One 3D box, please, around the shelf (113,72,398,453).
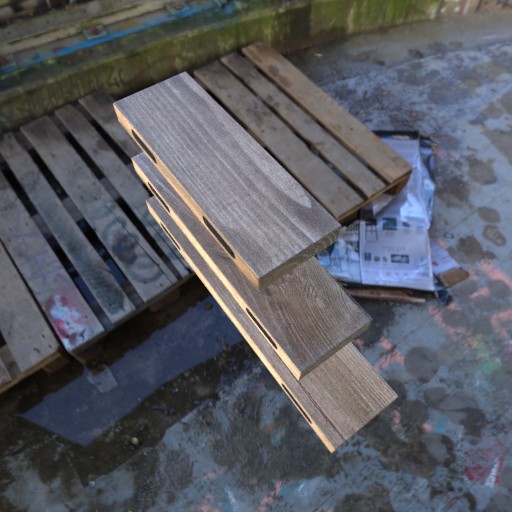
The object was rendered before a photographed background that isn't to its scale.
[{"bbox_3d":[0.000,0.000,0.747,0.140,0.293,0.610,-32,64,-18],"label":"shelf"}]
